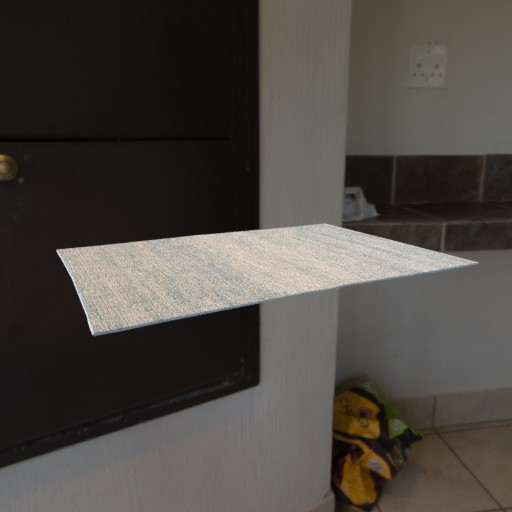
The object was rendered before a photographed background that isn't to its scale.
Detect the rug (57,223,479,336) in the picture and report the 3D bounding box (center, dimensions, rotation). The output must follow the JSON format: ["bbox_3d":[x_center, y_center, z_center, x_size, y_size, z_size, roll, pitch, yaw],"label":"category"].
[{"bbox_3d":[0.000,0.000,2.926,2.306,0.030,1.613,-7,16,-27],"label":"rug"}]
